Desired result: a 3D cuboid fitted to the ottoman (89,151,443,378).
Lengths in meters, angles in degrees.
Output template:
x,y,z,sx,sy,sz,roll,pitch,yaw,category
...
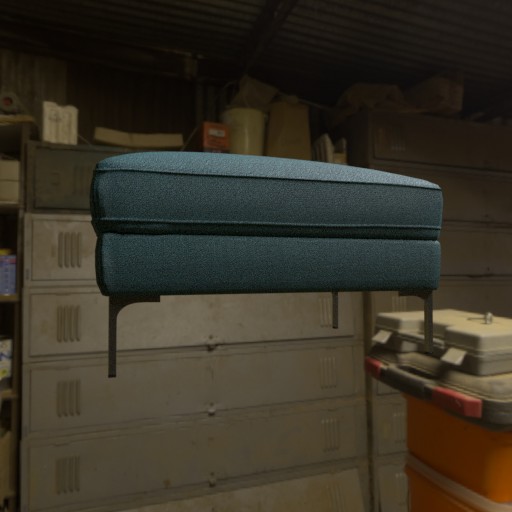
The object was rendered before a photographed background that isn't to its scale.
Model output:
x,y,z,sx,sy,sz,roll,pitch,yaw,category
0.000,0.000,1.235,0.856,0.498,0.563,0,-2,-18,ottoman
